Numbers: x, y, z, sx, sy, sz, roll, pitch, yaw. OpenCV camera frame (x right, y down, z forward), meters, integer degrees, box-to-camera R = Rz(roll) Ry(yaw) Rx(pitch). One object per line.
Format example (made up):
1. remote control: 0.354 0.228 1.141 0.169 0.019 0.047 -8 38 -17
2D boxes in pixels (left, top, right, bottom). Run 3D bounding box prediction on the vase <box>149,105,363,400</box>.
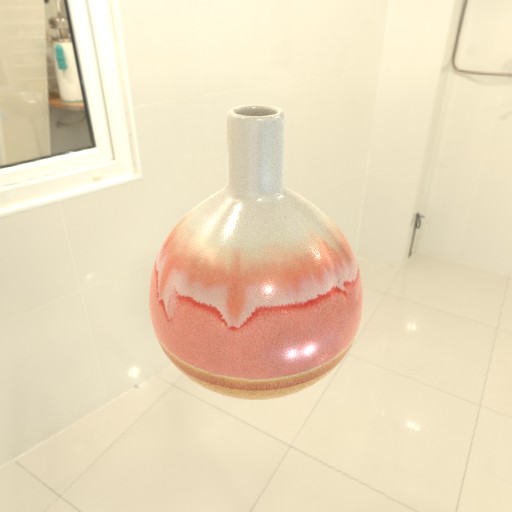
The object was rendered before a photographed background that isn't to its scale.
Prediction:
1. vase: 0.000 0.000 0.276 0.137 0.176 0.137 0 31 0
